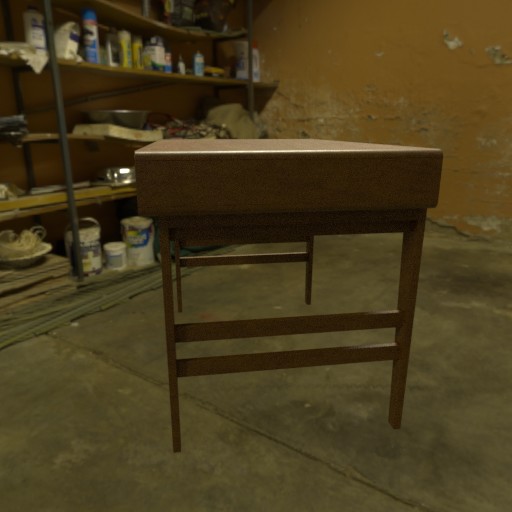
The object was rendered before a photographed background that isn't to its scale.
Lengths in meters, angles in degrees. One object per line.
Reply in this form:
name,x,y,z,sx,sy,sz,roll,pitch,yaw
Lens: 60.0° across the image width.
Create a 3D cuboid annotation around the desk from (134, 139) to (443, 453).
desk,0.000,0.000,1.523,0.660,0.754,1.066,-2,16,-8
